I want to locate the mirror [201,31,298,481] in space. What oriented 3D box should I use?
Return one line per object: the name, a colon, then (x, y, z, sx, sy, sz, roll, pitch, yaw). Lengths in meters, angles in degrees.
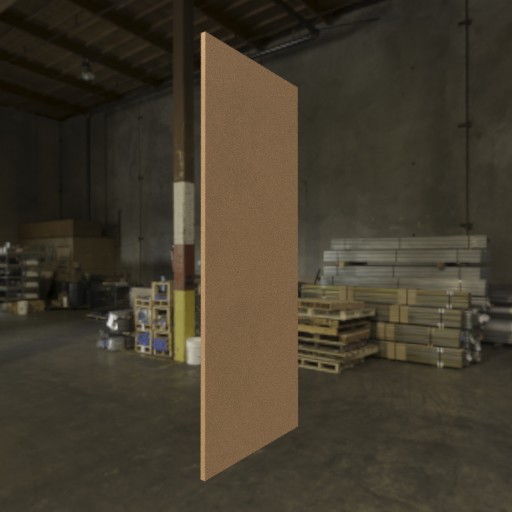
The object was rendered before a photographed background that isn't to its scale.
mirror: (0.000, 0.000, 2.338, 0.026, 2.031, 0.812, 0, -1, 36)
